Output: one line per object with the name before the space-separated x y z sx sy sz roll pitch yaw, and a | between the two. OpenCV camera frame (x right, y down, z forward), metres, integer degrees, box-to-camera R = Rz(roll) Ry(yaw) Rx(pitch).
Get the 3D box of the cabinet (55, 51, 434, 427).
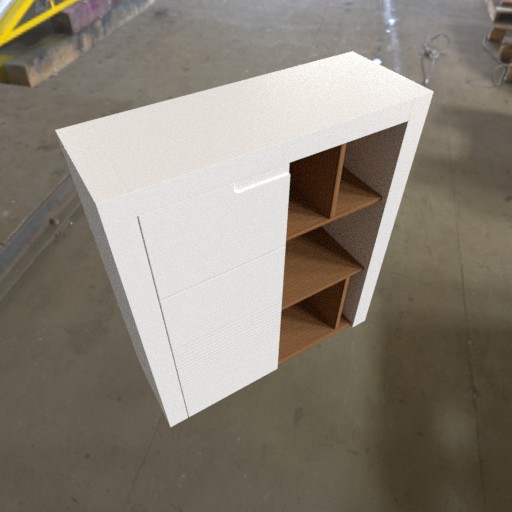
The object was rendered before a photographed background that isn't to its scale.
cabinet | 0.000 0.000 1.620 0.990 1.150 0.348 -23 50 -21
